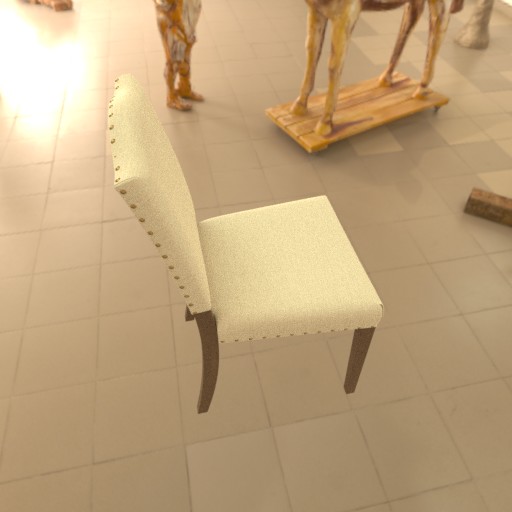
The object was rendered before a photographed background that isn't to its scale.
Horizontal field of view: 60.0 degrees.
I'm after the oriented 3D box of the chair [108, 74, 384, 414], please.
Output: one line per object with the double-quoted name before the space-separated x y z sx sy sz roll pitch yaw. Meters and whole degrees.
"chair" 0.000 0.000 1.308 0.619 1.015 0.508 -9 47 -8
